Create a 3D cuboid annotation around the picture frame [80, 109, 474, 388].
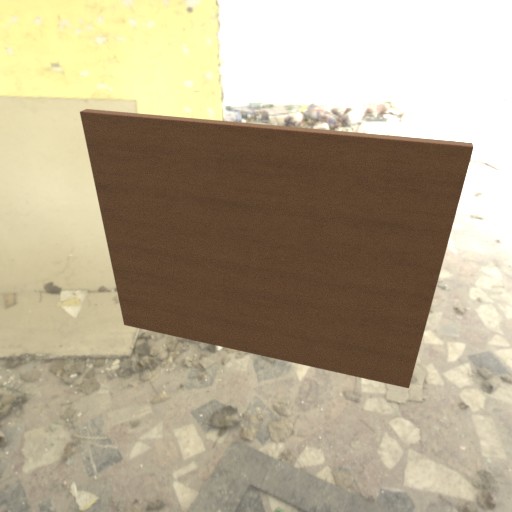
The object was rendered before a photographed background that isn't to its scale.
[{"bbox_3d":[0.000,0.000,1.733,1.329,1.018,0.045,9,33,14],"label":"picture frame"}]
